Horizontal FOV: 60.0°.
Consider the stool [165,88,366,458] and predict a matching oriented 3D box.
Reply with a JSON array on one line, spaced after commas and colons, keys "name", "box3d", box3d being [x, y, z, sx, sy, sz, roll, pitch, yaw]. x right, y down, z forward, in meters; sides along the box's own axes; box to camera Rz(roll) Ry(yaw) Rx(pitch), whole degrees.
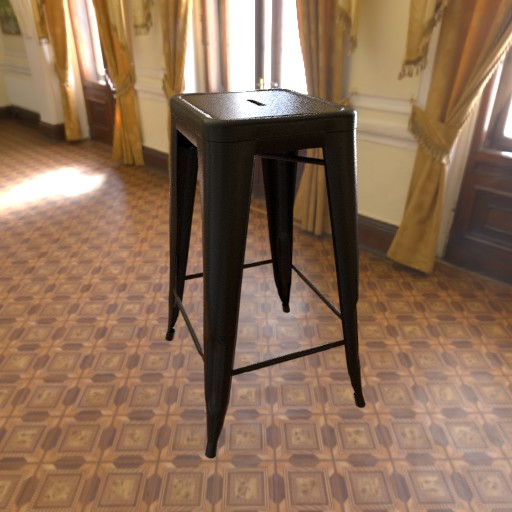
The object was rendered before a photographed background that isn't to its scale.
[{"name": "stool", "box3d": [0.000, 0.000, 0.912, 0.423, 0.609, 0.455, -17, 33, -29]}]
